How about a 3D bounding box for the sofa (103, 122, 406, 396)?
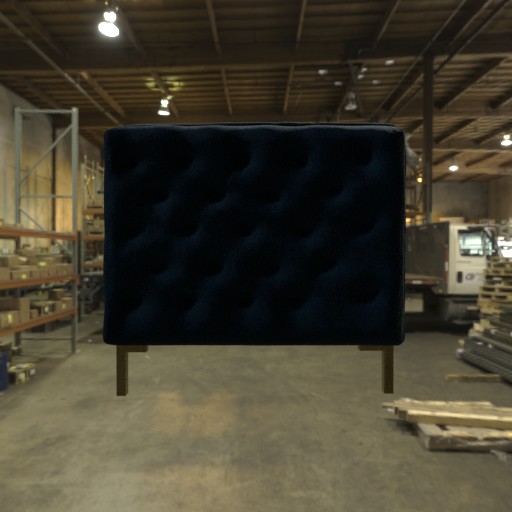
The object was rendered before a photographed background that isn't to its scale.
[{"bbox_3d":[0.000,0.000,2.042,0.909,0.810,1.583,0,1,0],"label":"sofa"}]
